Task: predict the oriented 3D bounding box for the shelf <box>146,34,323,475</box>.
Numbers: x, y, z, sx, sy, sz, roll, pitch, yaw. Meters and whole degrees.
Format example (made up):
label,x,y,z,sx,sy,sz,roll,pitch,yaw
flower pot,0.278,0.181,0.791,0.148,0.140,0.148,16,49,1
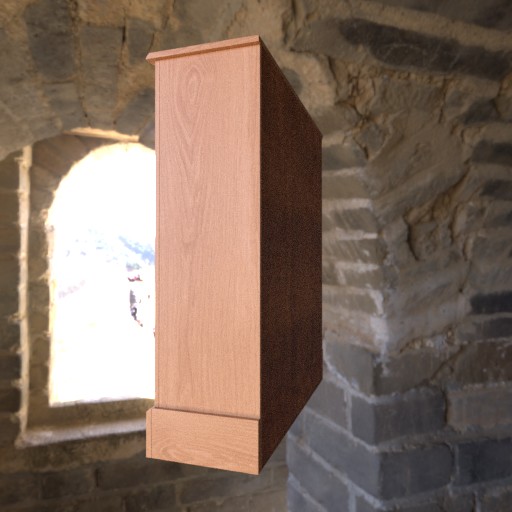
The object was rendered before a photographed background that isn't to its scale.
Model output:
label,x,y,z,sx,sy,sz,roll,pitch,yaw
shelf,0.000,0.000,1.430,0.291,0.980,0.840,0,-1,18
